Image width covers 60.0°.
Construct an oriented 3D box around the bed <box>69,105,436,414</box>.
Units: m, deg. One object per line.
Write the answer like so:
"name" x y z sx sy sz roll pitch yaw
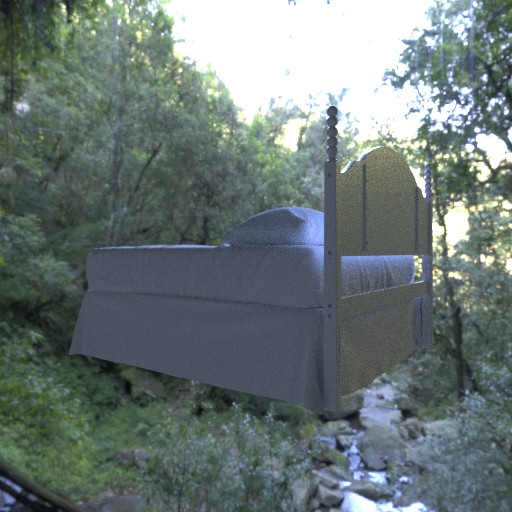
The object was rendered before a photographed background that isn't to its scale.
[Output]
"bed" 0.000 0.000 3.192 2.040 1.356 1.873 0 1 36
